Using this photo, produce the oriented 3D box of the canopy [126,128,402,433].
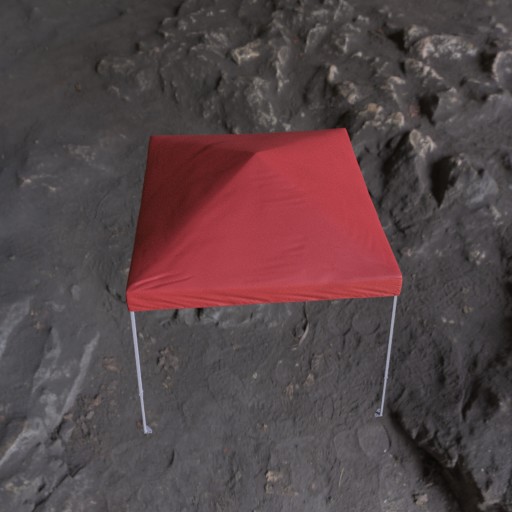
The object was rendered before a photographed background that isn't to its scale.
[{"bbox_3d":[0.000,0.000,5.183,2.849,2.849,2.848,-3,48,-3],"label":"canopy"}]
